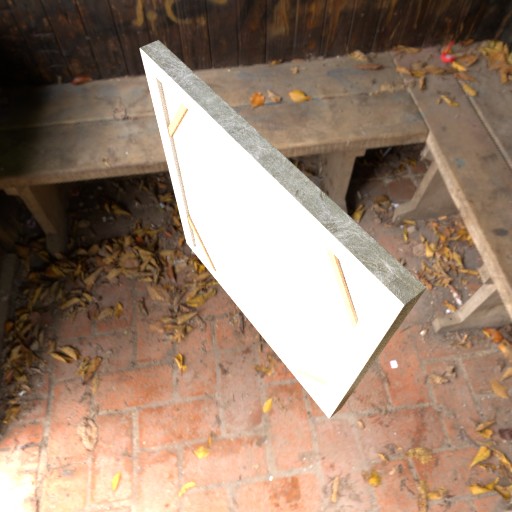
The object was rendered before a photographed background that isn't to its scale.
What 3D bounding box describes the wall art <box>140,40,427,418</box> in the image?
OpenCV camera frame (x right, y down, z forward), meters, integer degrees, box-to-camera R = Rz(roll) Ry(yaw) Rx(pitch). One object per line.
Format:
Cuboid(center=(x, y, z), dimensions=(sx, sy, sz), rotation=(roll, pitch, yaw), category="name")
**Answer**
Cuboid(center=(0.000, 0.000, 0.898), dimensions=(0.038, 0.610, 0.610), rotation=(-33, 64, -19), category="wall art")
